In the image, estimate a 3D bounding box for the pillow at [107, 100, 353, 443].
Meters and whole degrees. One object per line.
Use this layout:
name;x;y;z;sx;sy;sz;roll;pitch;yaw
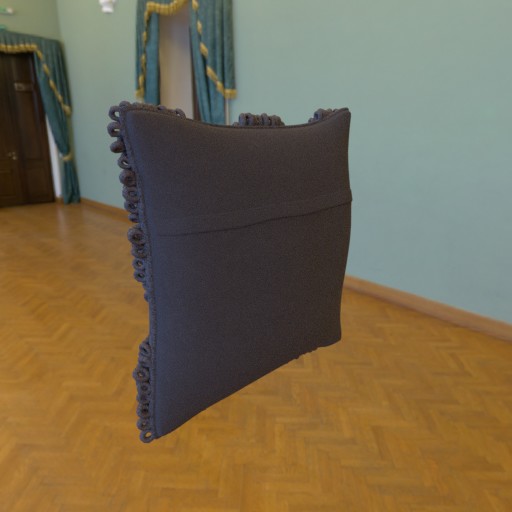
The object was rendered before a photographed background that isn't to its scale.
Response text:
pillow;0.000;0.000;0.722;0.470;0.467;0.172;-16;23;-42
